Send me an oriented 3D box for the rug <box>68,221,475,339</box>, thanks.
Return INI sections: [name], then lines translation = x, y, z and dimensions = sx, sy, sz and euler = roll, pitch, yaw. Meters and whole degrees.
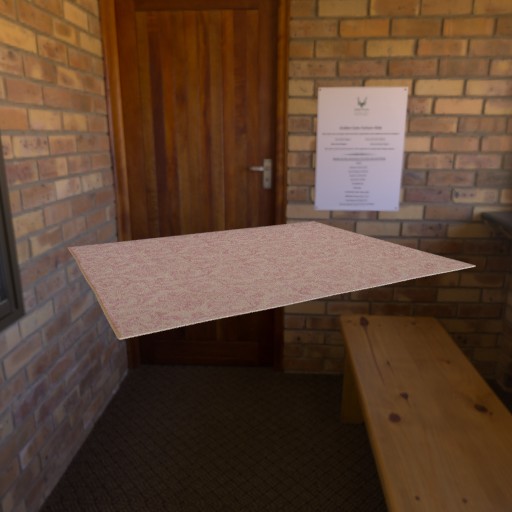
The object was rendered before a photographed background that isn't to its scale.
[rug]
translation = 0.000, 0.000, 4.093
dimensions = 2.980, 0.012, 2.363
euler = -8, 17, -27
